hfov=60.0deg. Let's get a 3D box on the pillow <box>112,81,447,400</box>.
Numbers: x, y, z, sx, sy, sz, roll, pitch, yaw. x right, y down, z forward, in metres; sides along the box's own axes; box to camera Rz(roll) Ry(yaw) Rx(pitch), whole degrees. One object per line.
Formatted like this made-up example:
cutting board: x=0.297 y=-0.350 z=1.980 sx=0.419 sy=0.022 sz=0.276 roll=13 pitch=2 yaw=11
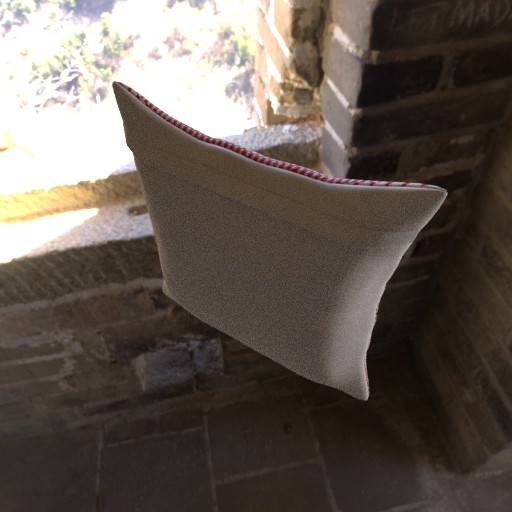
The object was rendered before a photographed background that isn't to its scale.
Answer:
pillow: x=0.000 y=0.000 z=0.695 sx=0.463 sy=0.454 sz=0.160 roll=24 pitch=51 yaw=22
